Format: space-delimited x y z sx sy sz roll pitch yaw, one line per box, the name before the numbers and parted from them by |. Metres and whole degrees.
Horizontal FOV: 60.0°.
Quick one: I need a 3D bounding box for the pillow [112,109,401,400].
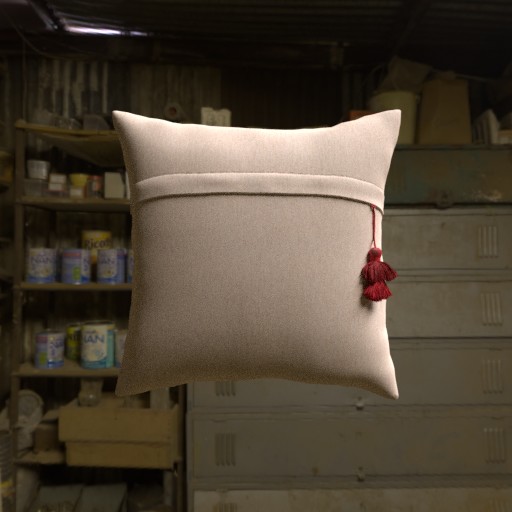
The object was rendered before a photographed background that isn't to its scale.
pillow | 0.000 0.000 0.673 0.433 0.436 0.173 0 0 1
